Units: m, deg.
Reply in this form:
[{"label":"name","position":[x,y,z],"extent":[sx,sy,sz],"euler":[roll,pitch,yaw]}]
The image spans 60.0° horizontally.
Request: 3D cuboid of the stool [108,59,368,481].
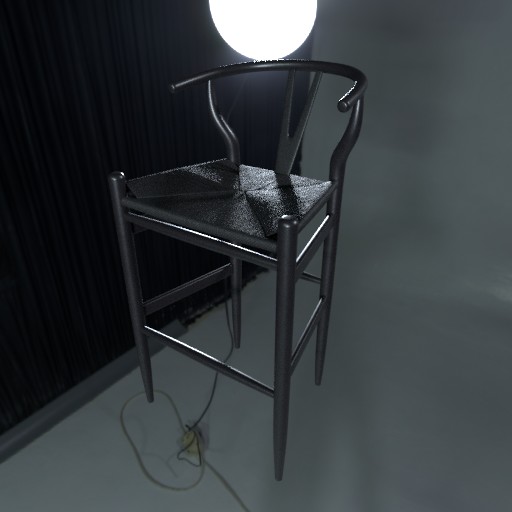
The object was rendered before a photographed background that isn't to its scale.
[{"label":"stool","position":[0.000,0.000,1.365],"extent":[0.569,1.072,0.579],"euler":[18,33,30]}]
